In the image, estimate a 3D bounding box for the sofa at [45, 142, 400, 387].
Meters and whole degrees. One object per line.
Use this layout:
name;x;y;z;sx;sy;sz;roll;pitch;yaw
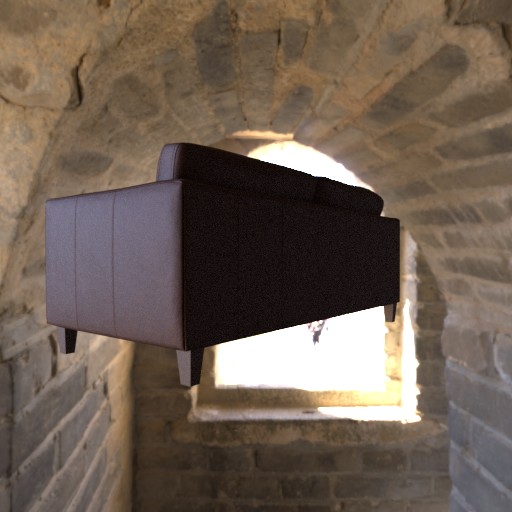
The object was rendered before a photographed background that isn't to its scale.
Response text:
sofa;0.000;0.000;2.453;0.923;0.863;1.971;0;0;38
